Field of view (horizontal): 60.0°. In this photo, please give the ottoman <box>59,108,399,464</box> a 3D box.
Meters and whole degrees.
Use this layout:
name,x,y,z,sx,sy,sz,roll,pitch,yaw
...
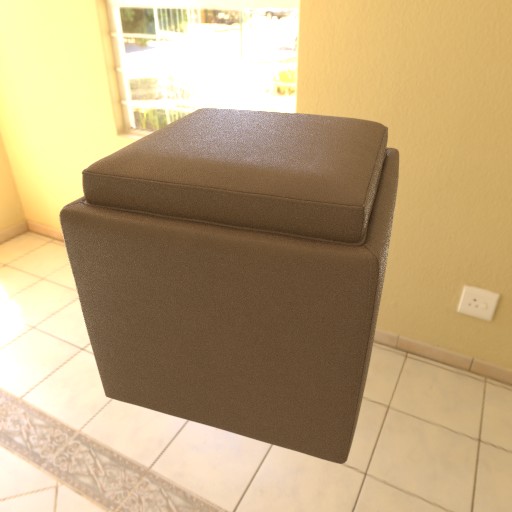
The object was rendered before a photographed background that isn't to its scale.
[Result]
name,x,y,z,sx,sy,sz,roll,pitch,yaw
ottoman,0.000,0.000,0.805,0.451,0.460,0.450,10,32,16
